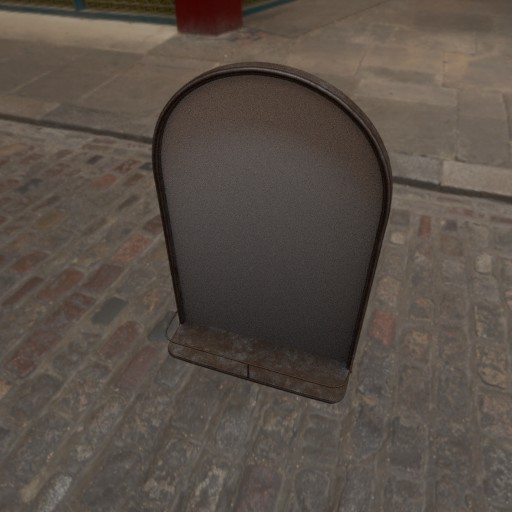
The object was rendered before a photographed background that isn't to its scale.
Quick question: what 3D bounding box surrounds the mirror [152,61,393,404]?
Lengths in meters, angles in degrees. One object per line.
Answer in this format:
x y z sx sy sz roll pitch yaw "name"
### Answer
0.000 0.000 0.965 0.510 0.770 0.137 13 43 14 "mirror"
